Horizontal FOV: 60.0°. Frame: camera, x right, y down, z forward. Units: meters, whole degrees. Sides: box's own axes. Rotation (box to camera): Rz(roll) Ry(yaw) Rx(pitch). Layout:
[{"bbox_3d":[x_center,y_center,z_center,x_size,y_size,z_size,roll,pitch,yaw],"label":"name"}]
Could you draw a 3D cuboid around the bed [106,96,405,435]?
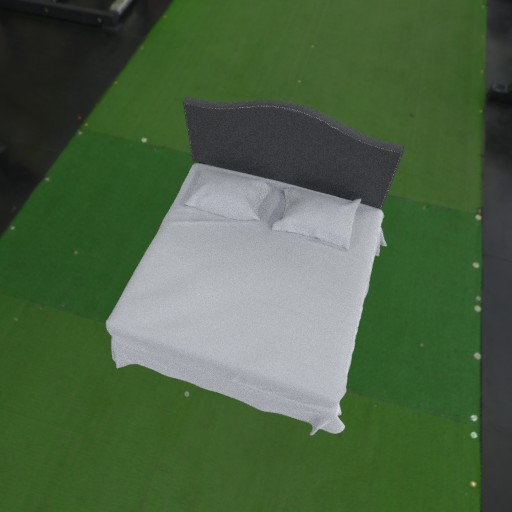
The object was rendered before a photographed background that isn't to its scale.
[{"bbox_3d":[0.000,0.000,3.844,2.314,1.651,2.219,16,59,10],"label":"bed"}]
